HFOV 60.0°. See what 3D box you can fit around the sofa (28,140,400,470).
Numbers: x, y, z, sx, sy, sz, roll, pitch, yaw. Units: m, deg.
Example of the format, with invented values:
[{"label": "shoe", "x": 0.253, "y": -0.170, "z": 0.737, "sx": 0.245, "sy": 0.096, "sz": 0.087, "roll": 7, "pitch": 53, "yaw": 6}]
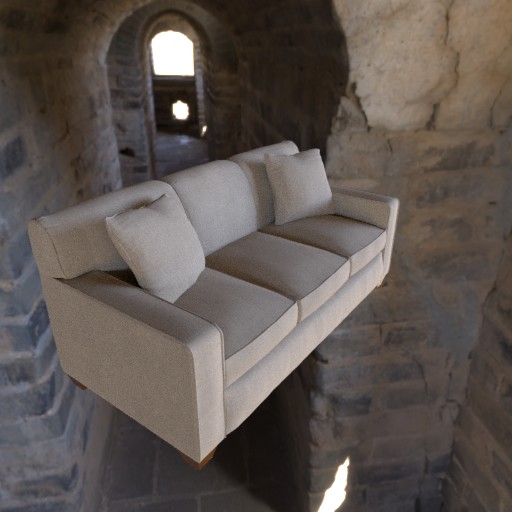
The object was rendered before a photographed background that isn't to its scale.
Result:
[{"label": "sofa", "x": 0.000, "y": 0.000, "z": 2.542, "sx": 0.997, "sy": 0.958, "sz": 2.024, "roll": 18, "pitch": 31, "yaw": 32}]
